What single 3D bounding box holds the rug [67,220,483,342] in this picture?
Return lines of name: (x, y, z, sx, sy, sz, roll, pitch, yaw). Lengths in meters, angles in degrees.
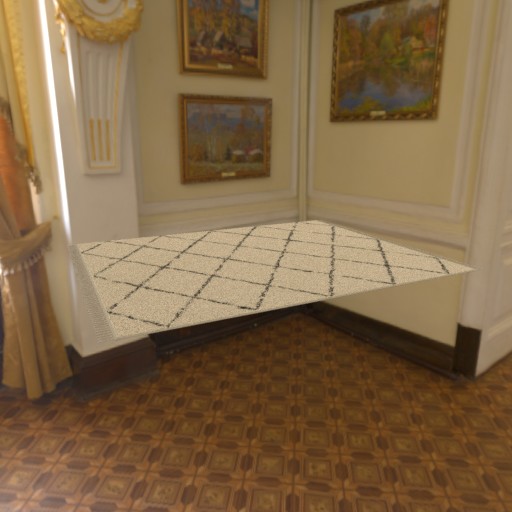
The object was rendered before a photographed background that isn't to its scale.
rug: (0.000, 0.000, 4.050, 3.051, 0.013, 2.380, -7, 17, -25)
